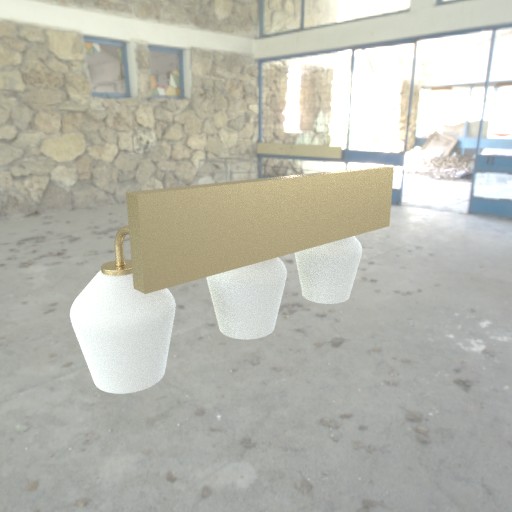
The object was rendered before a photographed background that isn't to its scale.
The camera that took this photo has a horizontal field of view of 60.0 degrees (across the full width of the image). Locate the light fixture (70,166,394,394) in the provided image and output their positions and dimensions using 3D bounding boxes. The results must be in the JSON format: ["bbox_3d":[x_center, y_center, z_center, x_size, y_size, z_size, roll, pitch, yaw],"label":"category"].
[{"bbox_3d":[0.000,0.000,0.753,0.609,0.280,0.190,-15,22,-42],"label":"light fixture"}]
